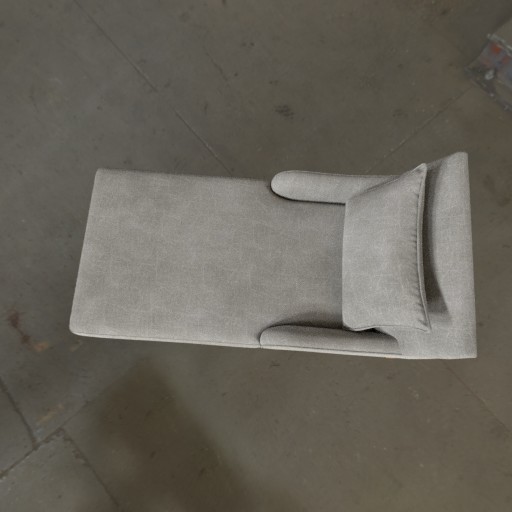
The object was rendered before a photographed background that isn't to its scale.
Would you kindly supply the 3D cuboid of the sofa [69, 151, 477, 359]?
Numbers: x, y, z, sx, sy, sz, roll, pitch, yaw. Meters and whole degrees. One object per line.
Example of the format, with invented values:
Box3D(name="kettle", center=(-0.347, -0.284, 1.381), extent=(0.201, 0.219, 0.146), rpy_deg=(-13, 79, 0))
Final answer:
Box3D(name="sofa", center=(0.000, 0.000, 2.203), extent=(1.779, 0.859, 0.894), rpy_deg=(4, 76, 1))
